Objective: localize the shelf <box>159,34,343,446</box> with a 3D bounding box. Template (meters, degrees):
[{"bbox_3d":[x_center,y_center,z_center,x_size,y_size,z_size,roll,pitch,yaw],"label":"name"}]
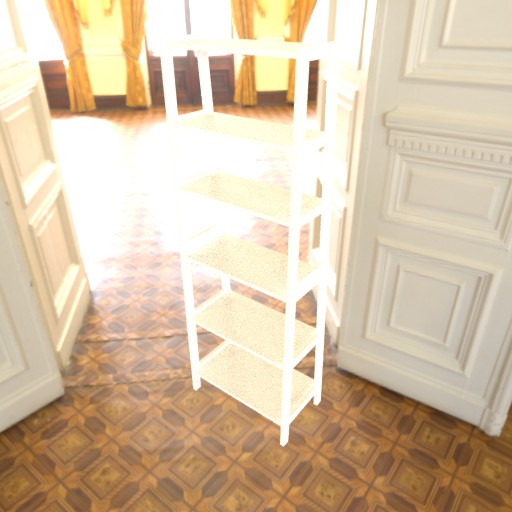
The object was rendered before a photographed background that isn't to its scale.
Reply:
[{"bbox_3d":[0.000,0.000,2.139,0.660,1.892,0.381,21,36,32],"label":"shelf"}]
